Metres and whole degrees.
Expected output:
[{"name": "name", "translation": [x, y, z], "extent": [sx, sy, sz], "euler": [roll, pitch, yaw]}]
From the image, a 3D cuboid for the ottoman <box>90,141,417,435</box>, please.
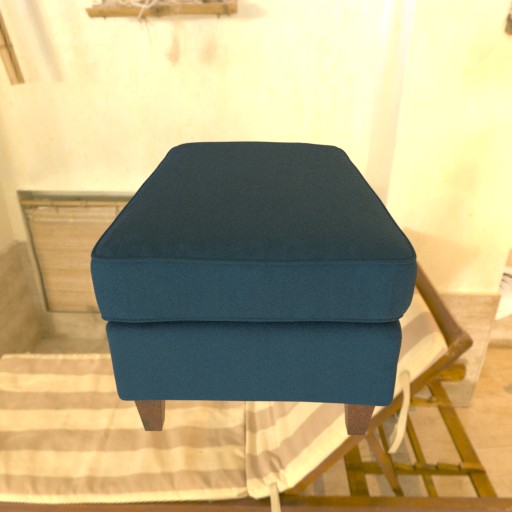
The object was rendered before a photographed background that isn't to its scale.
[{"name": "ottoman", "translation": [0.000, 0.000, 1.208], "extent": [0.583, 0.484, 0.862], "euler": [0, 26, 0]}]
